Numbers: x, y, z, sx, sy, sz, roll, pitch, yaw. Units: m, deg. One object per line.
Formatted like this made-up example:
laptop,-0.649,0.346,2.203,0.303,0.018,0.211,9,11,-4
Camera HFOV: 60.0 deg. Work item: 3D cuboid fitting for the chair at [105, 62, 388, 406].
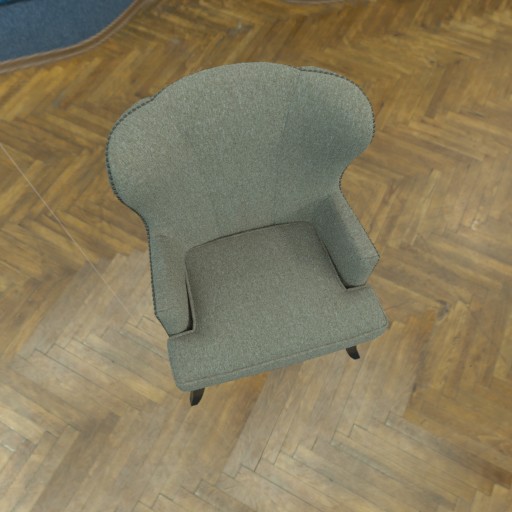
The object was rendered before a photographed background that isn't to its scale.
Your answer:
chair,0.000,0.000,1.582,0.759,1.060,0.758,-14,64,-7
